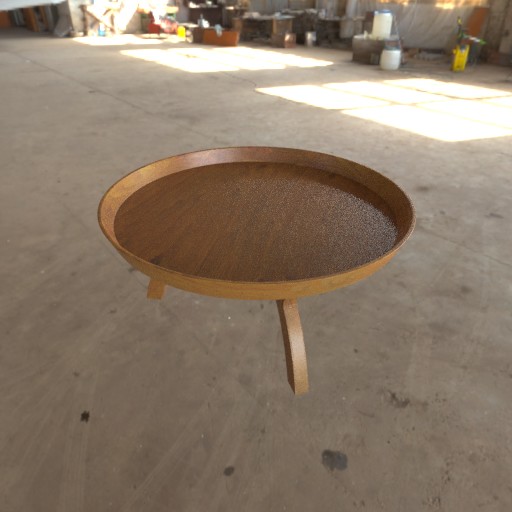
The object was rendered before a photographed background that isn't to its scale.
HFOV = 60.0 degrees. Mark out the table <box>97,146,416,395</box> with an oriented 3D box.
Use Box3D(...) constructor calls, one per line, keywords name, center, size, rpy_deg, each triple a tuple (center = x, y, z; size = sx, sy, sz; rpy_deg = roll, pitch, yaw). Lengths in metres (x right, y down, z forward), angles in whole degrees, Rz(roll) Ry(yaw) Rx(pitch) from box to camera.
Box3D(name="table", center=(0.000, 0.000, 1.570), size=(1.016, 0.470, 1.016), rpy_deg=(0, 32, 0))
